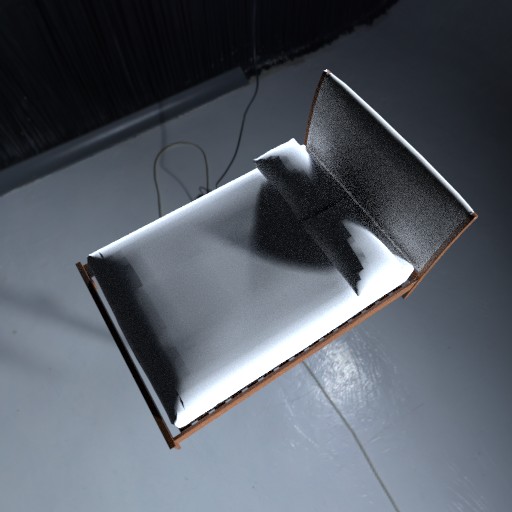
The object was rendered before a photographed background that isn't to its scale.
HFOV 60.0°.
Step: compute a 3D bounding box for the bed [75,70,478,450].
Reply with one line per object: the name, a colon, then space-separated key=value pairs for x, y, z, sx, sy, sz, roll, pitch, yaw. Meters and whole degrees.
bed: x=0.000 y=0.000 z=3.328 sx=2.380 sy=1.250 sz=1.612 roll=-30 pitch=67 yaw=-14
